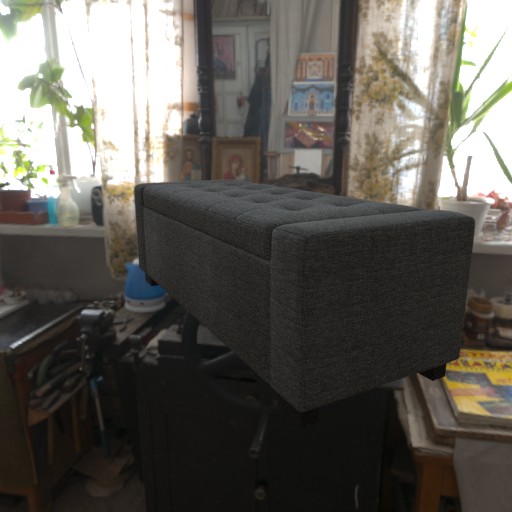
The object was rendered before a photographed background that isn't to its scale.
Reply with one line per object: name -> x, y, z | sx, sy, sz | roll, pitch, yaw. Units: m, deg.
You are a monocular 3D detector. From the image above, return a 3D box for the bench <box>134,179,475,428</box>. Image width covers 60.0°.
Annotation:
bench -> 0.000, 0.000, 1.539 | 0.508, 0.445, 1.296 | -8, 16, -28
